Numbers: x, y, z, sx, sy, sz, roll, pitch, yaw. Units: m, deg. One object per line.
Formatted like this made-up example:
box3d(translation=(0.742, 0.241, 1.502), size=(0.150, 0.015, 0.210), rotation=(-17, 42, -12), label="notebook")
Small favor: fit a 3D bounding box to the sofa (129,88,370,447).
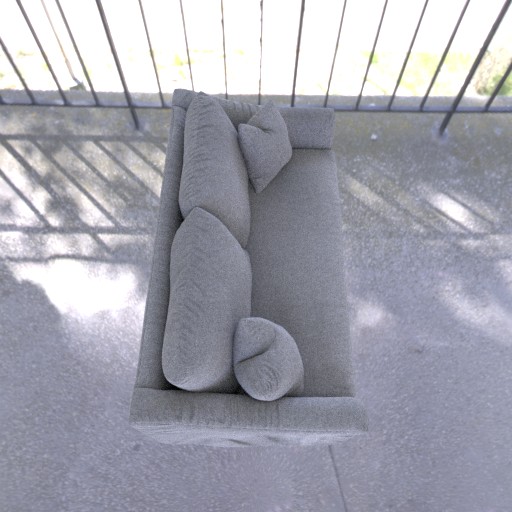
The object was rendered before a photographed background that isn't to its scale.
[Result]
box3d(translation=(0.000, 0.000, 2.606), size=(1.072, 1.018, 2.010), rotation=(0, 61, 0), label="sofa")
